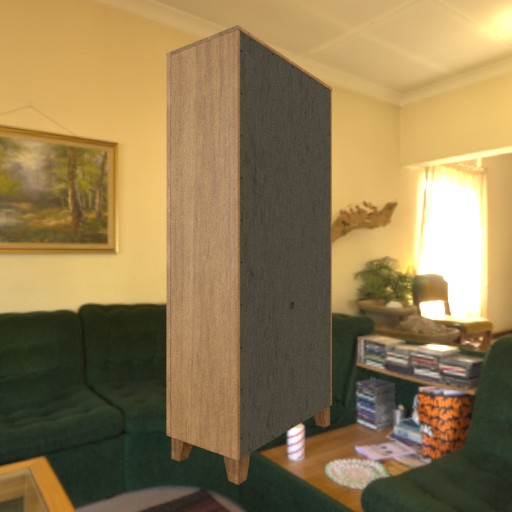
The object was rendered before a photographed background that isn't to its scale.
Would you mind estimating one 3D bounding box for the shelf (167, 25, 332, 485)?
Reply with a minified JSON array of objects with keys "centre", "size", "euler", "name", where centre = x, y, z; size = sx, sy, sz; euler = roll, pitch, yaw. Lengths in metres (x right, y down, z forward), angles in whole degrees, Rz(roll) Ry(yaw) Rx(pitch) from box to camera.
[{"centre":[0.000,0.000,2.333],"size":[0.453,1.930,0.864],"euler":[0,0,37],"name":"shelf"}]
